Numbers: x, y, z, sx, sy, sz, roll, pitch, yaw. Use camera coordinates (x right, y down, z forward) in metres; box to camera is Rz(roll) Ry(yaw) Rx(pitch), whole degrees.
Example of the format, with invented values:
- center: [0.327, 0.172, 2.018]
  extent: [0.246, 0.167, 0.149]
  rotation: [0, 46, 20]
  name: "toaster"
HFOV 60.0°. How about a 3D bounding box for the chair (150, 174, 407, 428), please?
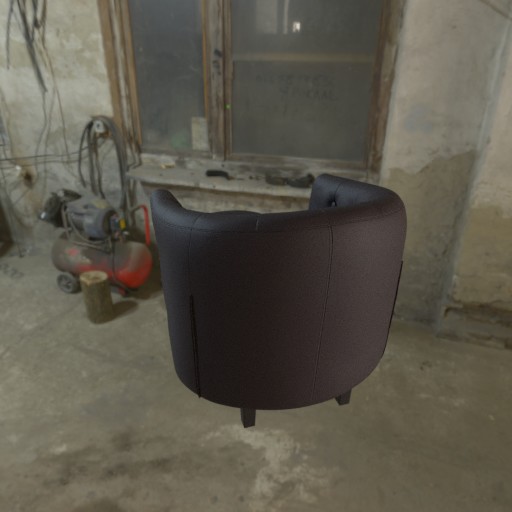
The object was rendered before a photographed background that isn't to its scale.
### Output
- center: [0.000, 0.000, 1.709]
  extent: [0.763, 0.760, 1.191]
  rotation: [-8, 28, -15]
  name: "chair"
